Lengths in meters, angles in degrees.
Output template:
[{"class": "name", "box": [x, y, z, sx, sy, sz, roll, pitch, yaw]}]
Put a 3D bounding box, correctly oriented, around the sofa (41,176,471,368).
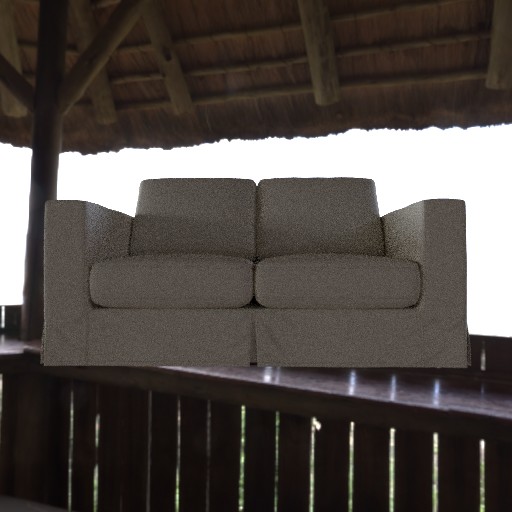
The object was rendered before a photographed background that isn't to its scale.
[{"class": "sofa", "box": [0.000, 0.000, 2.341, 1.813, 0.932, 1.009, 0, -1, 1]}]
